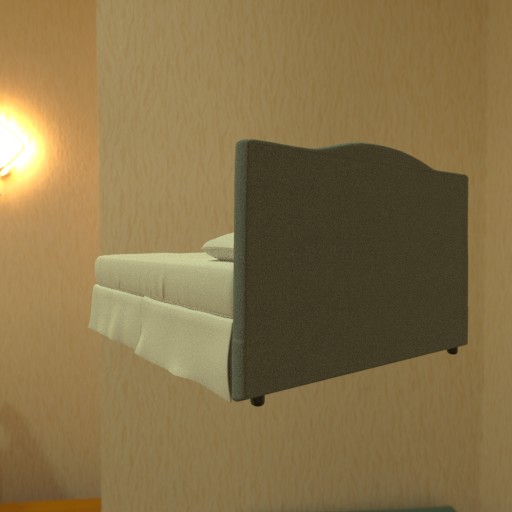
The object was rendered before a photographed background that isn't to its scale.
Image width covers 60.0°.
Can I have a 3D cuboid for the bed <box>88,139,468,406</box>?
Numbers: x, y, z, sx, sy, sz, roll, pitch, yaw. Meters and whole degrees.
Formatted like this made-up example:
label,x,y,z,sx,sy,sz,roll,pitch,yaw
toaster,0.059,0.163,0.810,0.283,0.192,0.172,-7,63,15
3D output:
label,x,y,z,sx,sy,sz,roll,pitch,yaw
bed,0.000,0.000,3.857,2.161,1.457,2.689,-1,2,-36
